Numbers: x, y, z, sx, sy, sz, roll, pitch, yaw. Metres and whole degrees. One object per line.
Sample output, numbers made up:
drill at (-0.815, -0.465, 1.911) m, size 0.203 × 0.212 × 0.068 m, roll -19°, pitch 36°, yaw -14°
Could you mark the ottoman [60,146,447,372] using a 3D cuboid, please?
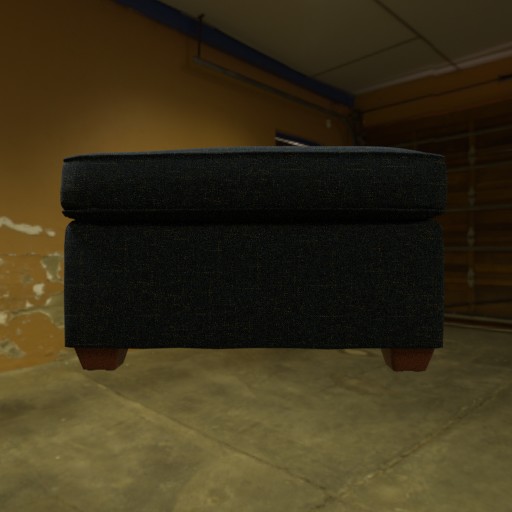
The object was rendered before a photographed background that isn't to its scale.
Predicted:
ottoman at (0.000, 0.000, 1.072) m, size 0.749 × 0.450 × 0.549 m, roll 0°, pitch 0°, yaw 1°
